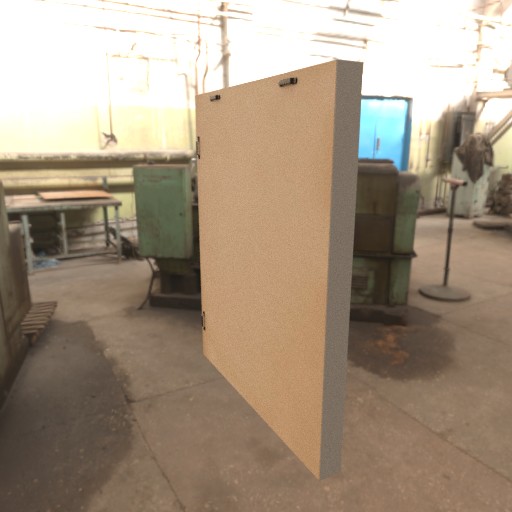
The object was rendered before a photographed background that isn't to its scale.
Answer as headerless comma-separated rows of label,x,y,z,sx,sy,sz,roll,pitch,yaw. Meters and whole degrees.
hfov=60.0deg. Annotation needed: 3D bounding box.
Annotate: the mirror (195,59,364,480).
mirror,0.000,0.000,0.694,0.041,0.509,0.406,-8,16,-27
